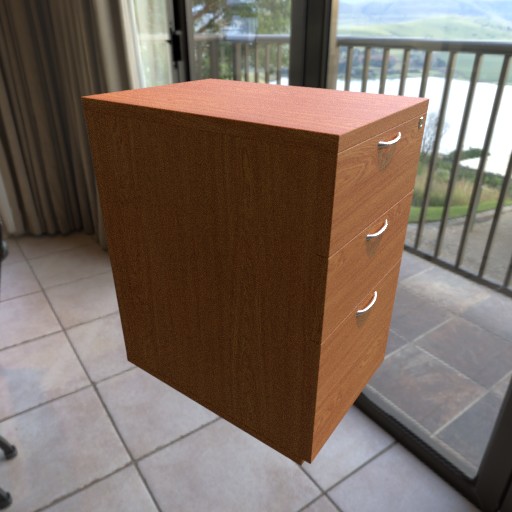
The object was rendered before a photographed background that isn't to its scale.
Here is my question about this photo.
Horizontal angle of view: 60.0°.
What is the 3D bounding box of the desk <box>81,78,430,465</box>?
[{"bbox_3d":[0.000,0.000,1.074,0.600,0.730,0.404,19,33,31],"label":"desk"}]
